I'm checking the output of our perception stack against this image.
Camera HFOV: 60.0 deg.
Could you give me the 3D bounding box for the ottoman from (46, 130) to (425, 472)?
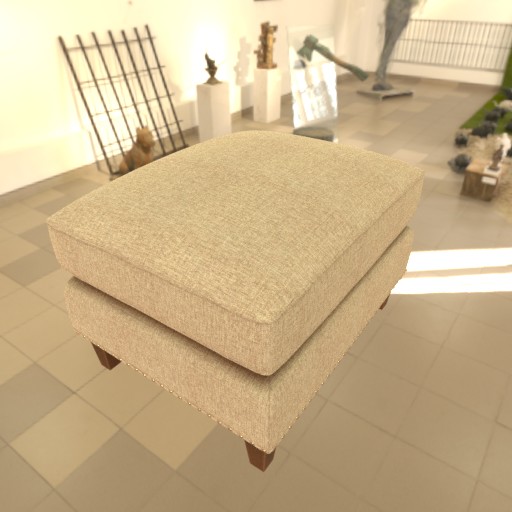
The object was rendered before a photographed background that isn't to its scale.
[{"bbox_3d":[0.000,0.000,1.123,0.584,0.513,0.741,21,38,29],"label":"ottoman"}]
